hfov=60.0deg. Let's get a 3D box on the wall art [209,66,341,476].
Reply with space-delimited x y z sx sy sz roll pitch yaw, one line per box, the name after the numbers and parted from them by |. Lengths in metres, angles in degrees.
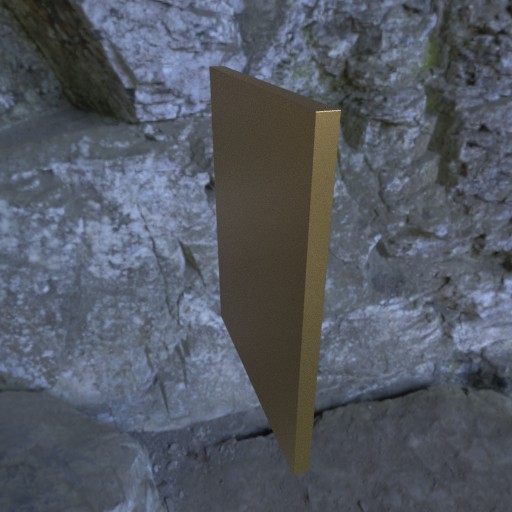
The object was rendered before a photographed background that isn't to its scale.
0.000 0.000 1.034 0.038 0.762 0.610 -9 30 -16 | wall art
